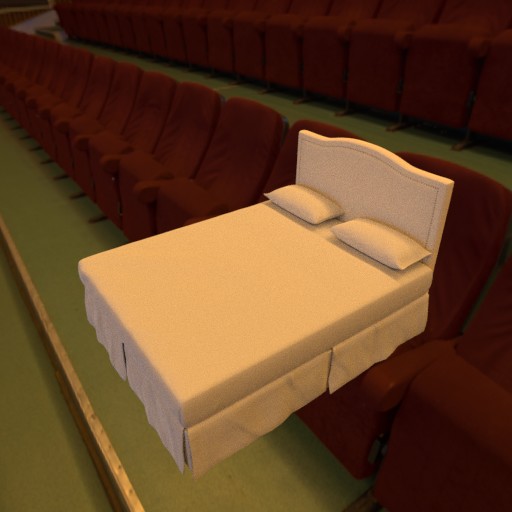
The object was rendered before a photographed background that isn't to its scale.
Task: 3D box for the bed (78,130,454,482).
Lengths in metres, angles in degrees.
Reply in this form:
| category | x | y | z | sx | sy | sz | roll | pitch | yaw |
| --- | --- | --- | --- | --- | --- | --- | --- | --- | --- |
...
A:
| category | x | y | z | sx | sy | sz | roll | pitch | yaw |
| --- | --- | --- | --- | --- | --- | --- | --- | --- | --- |
| bed | 0.000 | 0.000 | 3.616 | 2.477 | 1.437 | 1.977 | -21 | 37 | -30 |
